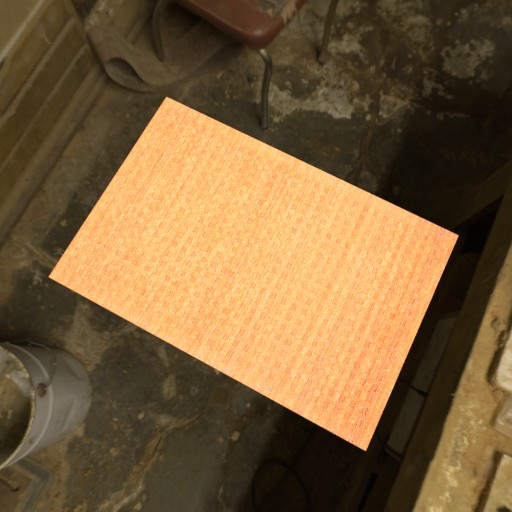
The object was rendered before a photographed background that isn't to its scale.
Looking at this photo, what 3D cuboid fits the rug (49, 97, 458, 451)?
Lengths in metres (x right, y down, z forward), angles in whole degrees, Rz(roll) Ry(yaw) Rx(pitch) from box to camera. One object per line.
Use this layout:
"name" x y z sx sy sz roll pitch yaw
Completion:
"rug" 0.000 0.000 2.957 2.285 0.006 1.524 27 77 7
